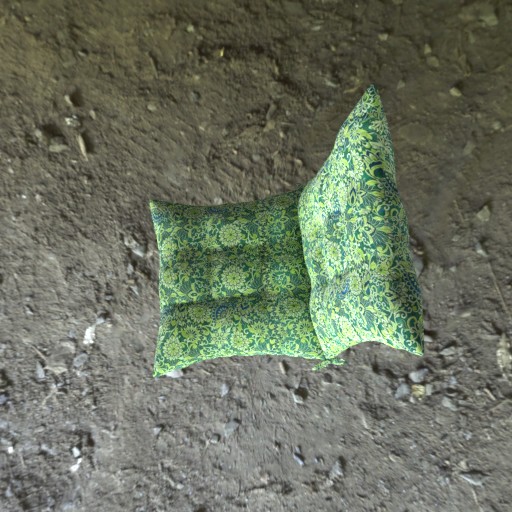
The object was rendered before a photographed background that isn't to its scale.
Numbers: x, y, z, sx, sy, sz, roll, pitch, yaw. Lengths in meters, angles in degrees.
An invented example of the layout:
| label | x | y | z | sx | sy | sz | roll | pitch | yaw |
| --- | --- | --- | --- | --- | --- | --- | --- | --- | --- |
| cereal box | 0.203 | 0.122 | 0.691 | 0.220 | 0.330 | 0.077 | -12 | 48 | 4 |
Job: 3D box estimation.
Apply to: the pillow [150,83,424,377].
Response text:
| label | x | y | z | sx | sy | sz | roll | pitch | yaw |
| --- | --- | --- | --- | --- | --- | --- | --- | --- | --- |
| pillow | 0.000 | 0.000 | 1.022 | 0.585 | 0.536 | 0.541 | -5 | 76 | -1 |
